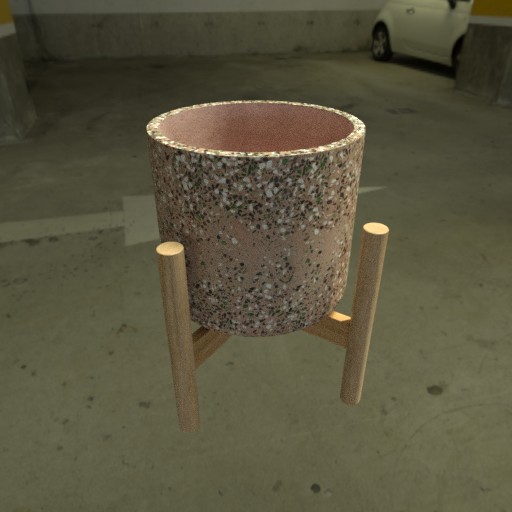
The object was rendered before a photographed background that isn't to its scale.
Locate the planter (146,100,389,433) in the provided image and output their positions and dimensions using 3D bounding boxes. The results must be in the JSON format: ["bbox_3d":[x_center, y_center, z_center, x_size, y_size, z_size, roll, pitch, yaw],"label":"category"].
[{"bbox_3d":[0.000,0.000,0.540,0.284,0.320,0.284,-19,35,-29],"label":"planter"}]
